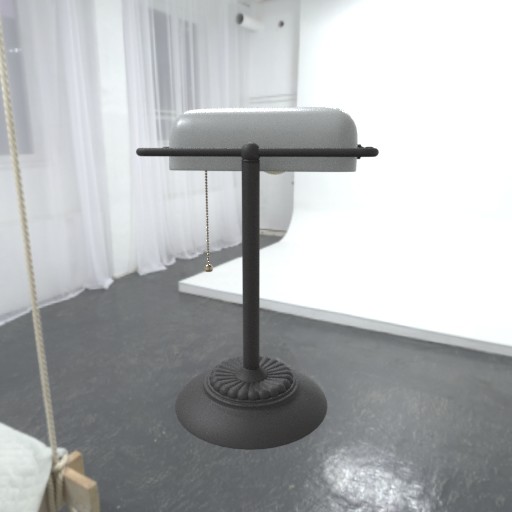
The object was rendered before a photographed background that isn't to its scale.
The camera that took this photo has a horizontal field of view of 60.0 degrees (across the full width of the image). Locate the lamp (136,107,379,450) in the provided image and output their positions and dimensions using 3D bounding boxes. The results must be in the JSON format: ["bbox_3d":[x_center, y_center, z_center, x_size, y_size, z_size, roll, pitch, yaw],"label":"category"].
[{"bbox_3d":[0.000,0.000,0.519,0.264,0.339,0.243,2,14,10],"label":"lamp"}]
